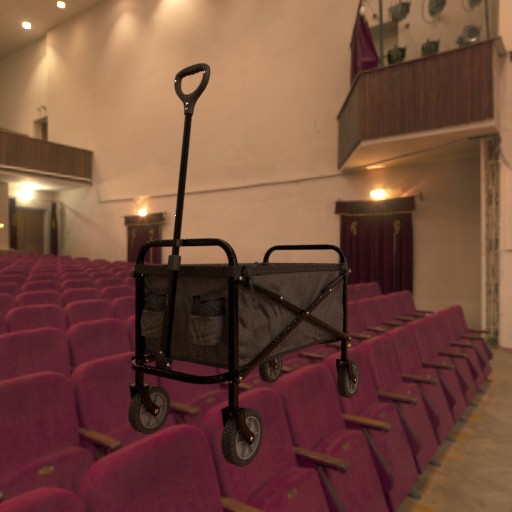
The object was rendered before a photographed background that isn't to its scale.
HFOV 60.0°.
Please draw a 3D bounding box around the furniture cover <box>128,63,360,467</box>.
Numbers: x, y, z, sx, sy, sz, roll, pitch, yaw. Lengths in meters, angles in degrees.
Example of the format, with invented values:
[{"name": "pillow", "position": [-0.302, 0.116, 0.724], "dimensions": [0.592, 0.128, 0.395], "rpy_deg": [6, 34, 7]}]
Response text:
[{"name": "furniture cover", "position": [0.000, 0.000, 1.809], "dimensions": [0.532, 1.295, 1.038], "rpy_deg": [0, 0, 35]}]
